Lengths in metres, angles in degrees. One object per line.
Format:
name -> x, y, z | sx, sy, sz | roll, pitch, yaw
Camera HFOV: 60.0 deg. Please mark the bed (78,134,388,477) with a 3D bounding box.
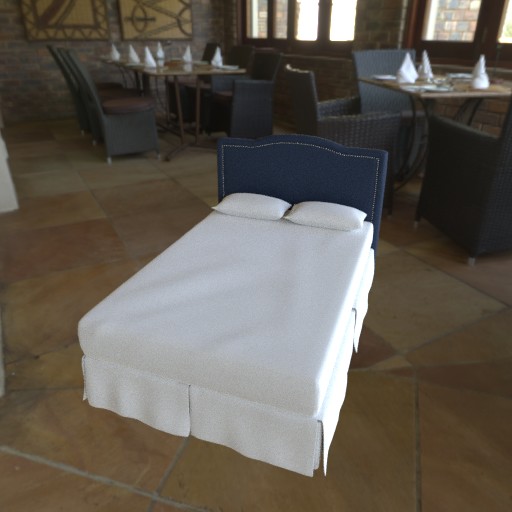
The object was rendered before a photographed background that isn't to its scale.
bed -> 0.000, 0.000, 3.527 | 1.741, 1.441, 2.507 | 9, 28, 18
